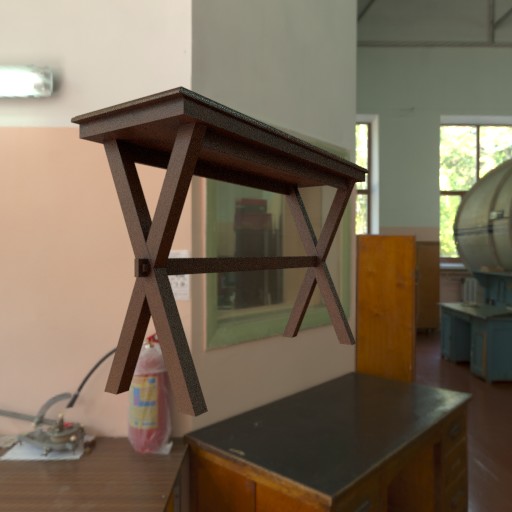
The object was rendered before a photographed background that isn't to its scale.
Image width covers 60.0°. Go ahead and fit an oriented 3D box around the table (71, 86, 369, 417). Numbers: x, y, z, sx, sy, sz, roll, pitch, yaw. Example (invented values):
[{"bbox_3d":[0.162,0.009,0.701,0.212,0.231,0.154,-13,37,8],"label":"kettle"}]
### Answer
[{"bbox_3d":[0.000,0.000,1.585,0.399,0.763,1.197,0,1,34],"label":"table"}]
